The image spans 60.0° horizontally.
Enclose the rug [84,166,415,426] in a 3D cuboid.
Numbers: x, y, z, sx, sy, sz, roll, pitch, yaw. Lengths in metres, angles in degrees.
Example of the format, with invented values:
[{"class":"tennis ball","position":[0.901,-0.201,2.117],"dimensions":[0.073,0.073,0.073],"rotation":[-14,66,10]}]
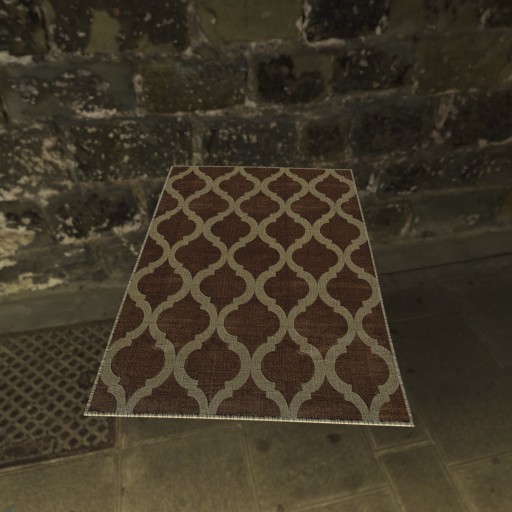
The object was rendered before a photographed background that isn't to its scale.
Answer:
[{"class":"rug","position":[0.000,0.000,2.879],"dimensions":[1.522,0.008,2.284],"rotation":[1,41,2]}]
